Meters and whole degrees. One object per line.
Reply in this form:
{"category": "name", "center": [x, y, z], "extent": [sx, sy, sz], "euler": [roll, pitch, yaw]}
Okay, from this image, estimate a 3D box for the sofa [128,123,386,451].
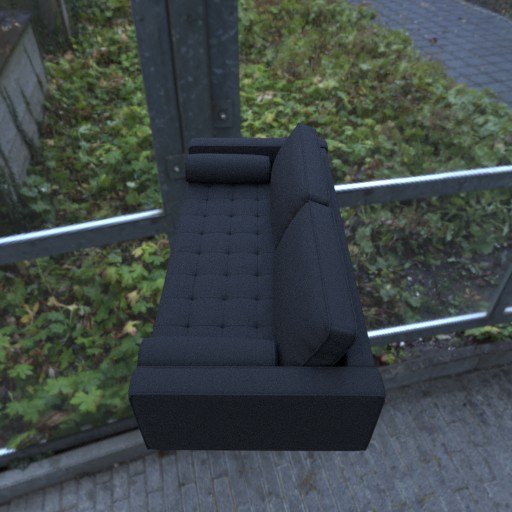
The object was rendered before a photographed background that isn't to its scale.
{"category": "sofa", "center": [0.000, 0.000, 2.325], "extent": [0.914, 0.759, 1.875], "euler": [0, 42, 0]}
